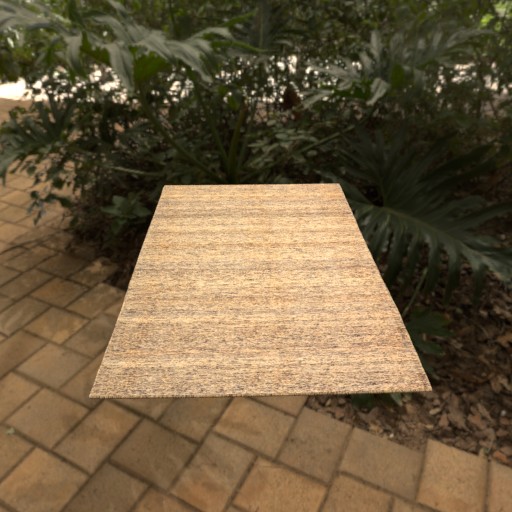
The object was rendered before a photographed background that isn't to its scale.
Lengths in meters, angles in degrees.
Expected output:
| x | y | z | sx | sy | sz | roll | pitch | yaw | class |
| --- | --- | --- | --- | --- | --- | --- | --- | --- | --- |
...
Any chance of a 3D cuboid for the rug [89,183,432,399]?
| x | y | z | sx | sy | sz | roll | pitch | yaw | class |
| --- | --- | --- | --- | --- | --- | --- | --- | --- | --- |
| 0.000 | 0.000 | 2.355 | 1.243 | 0.014 | 1.846 | -1 | 33 | -1 | rug |
